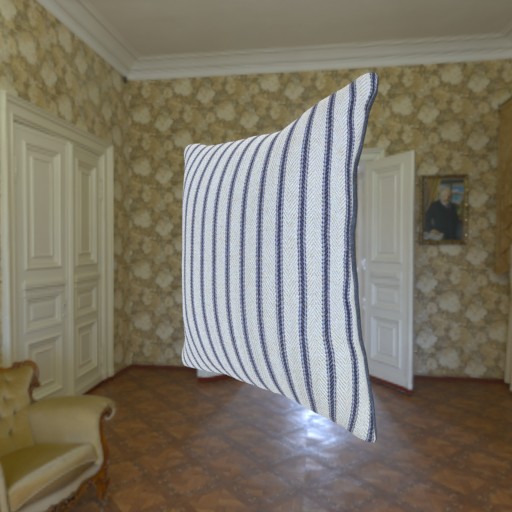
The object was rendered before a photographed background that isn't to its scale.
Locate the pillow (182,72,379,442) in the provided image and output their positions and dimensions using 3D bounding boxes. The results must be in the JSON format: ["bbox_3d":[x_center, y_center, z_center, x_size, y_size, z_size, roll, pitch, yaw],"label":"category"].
[{"bbox_3d":[0.000,0.000,0.711,0.138,0.444,0.468,0,0,-38],"label":"pillow"}]
